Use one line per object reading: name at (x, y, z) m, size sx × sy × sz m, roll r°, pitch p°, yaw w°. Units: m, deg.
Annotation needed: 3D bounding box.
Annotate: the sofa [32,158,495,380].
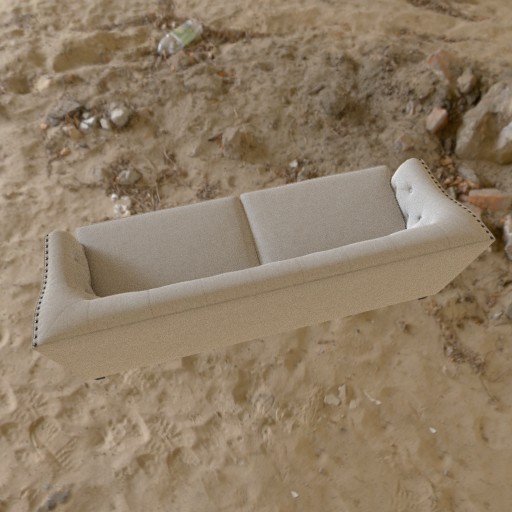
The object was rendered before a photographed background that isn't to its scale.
sofa at (0.000, 0.000, 2.617) m, size 2.235 × 0.901 × 0.914 m, roll -13°, pitch 59°, yaw -8°
